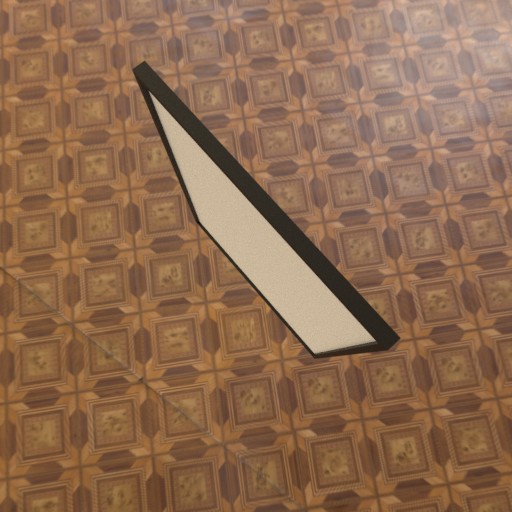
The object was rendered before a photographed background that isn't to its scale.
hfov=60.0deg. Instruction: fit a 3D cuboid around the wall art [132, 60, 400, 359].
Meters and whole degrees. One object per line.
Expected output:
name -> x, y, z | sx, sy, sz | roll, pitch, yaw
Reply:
wall art -> 0.000, 0.000, 1.429 | 0.036, 1.070, 0.802 | -40, 79, -9
